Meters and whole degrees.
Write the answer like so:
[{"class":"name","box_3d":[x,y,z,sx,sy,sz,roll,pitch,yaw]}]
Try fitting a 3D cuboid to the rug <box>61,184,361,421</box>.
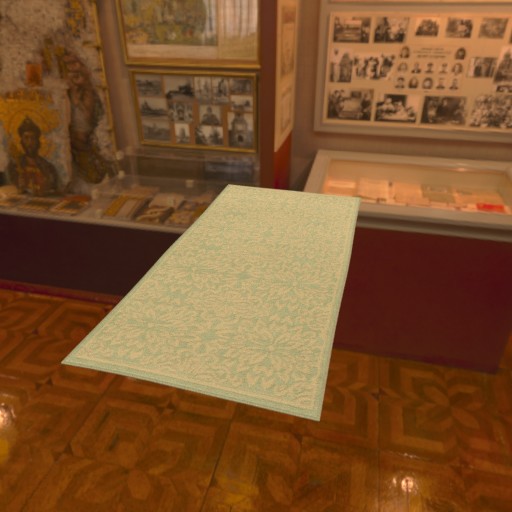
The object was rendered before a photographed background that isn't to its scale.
[{"class":"rug","box_3d":[0.000,0.000,1.467,0.604,0.007,1.219,8,31,14]}]
